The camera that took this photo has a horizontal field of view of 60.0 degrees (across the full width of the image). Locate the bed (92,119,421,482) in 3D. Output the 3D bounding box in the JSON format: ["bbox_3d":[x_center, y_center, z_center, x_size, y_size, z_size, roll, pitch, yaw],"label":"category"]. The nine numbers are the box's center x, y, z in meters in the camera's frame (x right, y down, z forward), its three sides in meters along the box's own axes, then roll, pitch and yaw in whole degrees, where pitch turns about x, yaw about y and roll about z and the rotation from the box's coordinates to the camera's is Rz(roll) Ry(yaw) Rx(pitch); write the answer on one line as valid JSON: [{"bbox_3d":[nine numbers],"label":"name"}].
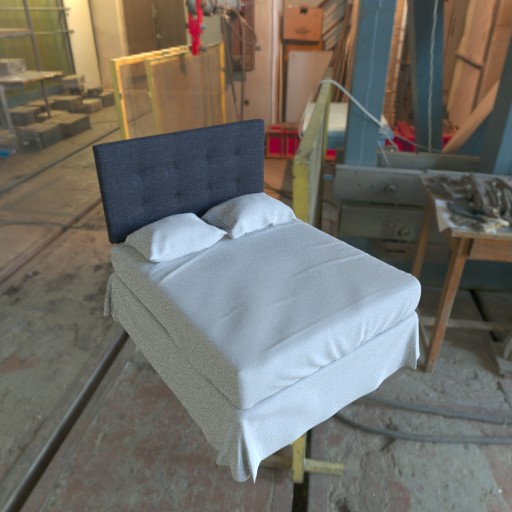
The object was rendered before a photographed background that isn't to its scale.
[{"bbox_3d":[0.000,0.000,3.481,1.936,1.577,2.222,-20,35,-31],"label":"bed"}]
